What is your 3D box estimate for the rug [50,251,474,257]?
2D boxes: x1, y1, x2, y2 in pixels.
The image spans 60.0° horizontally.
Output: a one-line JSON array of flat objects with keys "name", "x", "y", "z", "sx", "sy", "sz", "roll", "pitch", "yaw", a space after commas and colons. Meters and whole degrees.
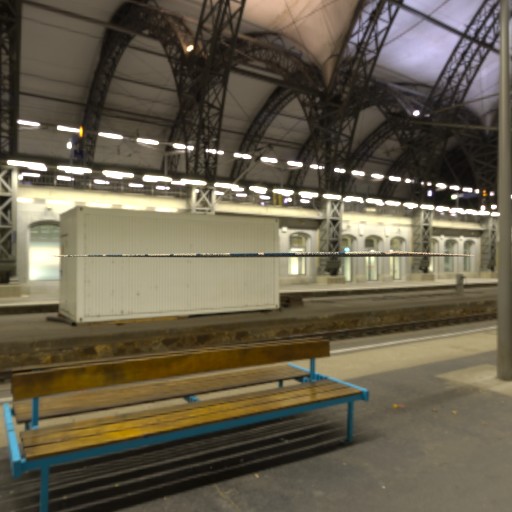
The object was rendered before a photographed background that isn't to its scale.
[{"name": "rug", "x": 0.000, "y": 0.000, "z": 2.993, "sx": 2.441, "sy": 0.010, "sz": 1.532, "roll": 0, "pitch": -1, "yaw": 36}]
